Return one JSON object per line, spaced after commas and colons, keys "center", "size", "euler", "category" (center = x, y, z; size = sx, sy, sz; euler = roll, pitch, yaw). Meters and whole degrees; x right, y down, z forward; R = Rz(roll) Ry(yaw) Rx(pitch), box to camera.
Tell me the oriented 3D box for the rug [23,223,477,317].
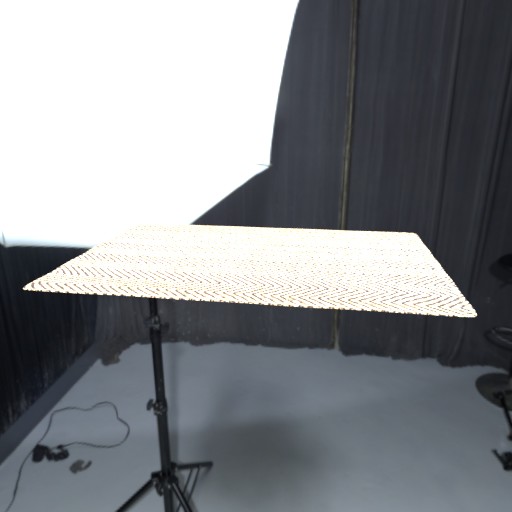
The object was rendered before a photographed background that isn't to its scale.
{"center": [0.000, 0.000, 2.314], "size": [1.828, 0.008, 1.219], "euler": [3, 18, 8], "category": "rug"}
